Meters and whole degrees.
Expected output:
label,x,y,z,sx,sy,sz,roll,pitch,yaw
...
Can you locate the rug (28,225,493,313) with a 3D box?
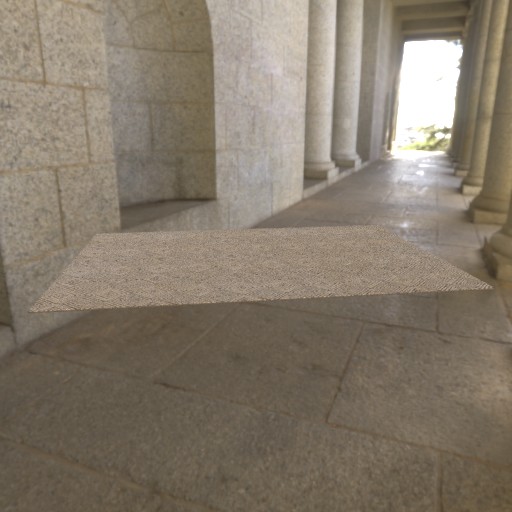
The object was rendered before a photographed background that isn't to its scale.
label,x,y,z,sx,sy,sz,roll,pitch,yaw
rug,0.000,0.000,2.234,1.783,0.008,1.175,-2,17,-7
